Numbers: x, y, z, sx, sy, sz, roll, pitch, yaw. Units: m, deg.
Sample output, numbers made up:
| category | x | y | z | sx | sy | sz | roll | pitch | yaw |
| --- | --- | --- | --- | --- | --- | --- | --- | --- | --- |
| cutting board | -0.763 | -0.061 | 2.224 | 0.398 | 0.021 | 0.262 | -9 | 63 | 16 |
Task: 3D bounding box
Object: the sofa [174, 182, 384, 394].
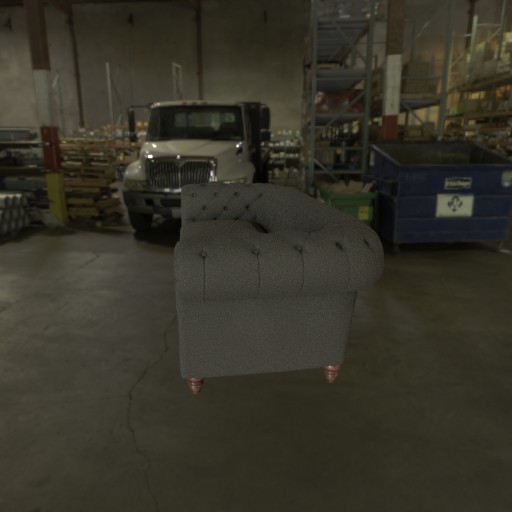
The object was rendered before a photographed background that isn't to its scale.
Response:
| category | x | y | z | sx | sy | sz | roll | pitch | yaw |
| --- | --- | --- | --- | --- | --- | --- | --- | --- | --- |
| sofa | 0.000 | 0.000 | 2.872 | 0.991 | 0.762 | 2.362 | -2 | 15 | -8 |
